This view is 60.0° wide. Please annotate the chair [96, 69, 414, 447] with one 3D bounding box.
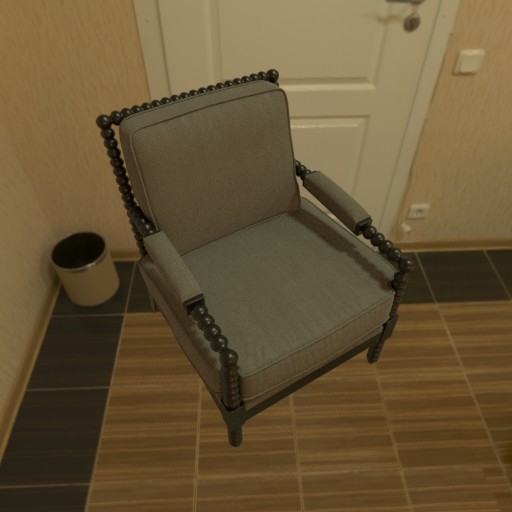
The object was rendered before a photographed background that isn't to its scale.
[{"bbox_3d":[0.000,0.000,1.153,0.540,0.661,0.622,-24,51,-21],"label":"chair"}]
